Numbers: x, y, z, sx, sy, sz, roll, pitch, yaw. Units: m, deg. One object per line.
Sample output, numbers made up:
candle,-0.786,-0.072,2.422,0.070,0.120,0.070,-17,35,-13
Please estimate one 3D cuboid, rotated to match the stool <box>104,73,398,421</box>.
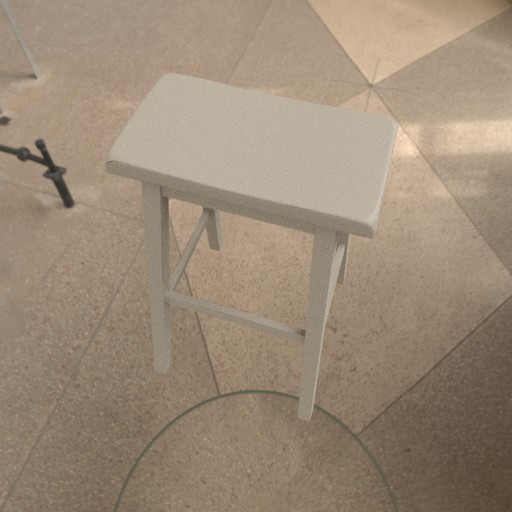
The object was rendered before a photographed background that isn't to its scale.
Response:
stool,0.000,0.000,1.047,0.457,0.737,0.476,15,59,9
